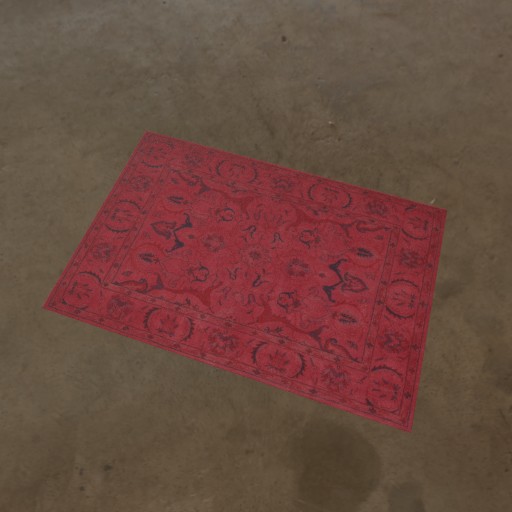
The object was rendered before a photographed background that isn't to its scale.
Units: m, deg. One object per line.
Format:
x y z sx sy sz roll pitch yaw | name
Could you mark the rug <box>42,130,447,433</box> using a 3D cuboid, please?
0.000 0.000 2.306 1.814 0.008 1.209 17 64 8 | rug
